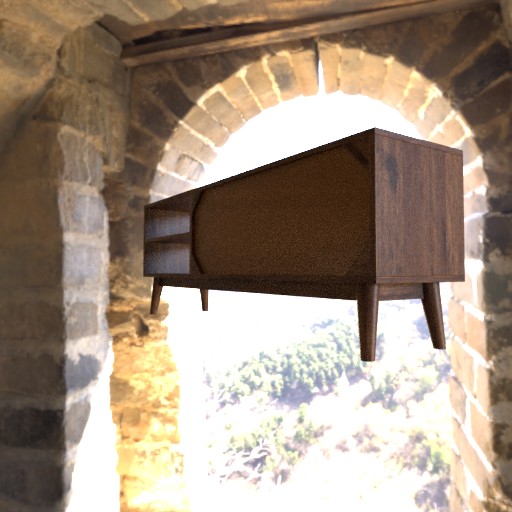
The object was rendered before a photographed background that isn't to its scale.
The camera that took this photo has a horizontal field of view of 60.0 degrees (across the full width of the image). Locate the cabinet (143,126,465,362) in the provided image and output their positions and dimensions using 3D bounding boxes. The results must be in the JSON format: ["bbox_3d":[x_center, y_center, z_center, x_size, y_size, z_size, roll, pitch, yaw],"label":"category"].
[{"bbox_3d":[0.000,0.000,1.672,0.349,0.528,1.448,1,-2,-34],"label":"cabinet"}]
